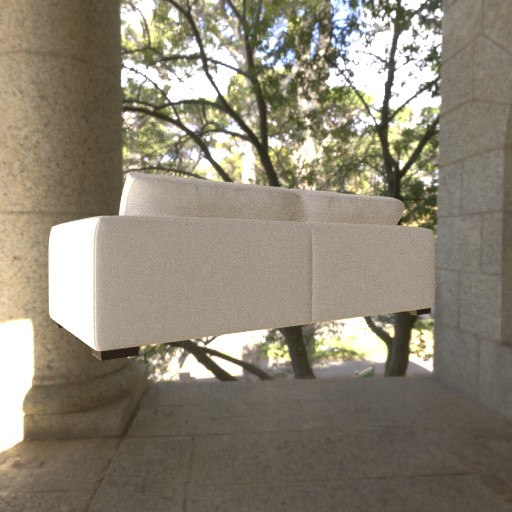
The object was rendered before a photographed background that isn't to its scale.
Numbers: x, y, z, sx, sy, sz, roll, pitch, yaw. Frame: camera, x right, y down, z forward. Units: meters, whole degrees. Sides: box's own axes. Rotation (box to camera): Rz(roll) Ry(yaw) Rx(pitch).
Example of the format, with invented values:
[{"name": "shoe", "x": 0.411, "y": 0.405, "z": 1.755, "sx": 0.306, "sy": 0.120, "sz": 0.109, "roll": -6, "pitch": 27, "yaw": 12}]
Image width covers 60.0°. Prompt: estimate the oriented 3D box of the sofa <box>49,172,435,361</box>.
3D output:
[{"name": "sofa", "x": 0.000, "y": 0.000, "z": 2.798, "sx": 2.262, "sy": 0.801, "sz": 1.070, "roll": -1, "pitch": 2, "yaw": -34}]
